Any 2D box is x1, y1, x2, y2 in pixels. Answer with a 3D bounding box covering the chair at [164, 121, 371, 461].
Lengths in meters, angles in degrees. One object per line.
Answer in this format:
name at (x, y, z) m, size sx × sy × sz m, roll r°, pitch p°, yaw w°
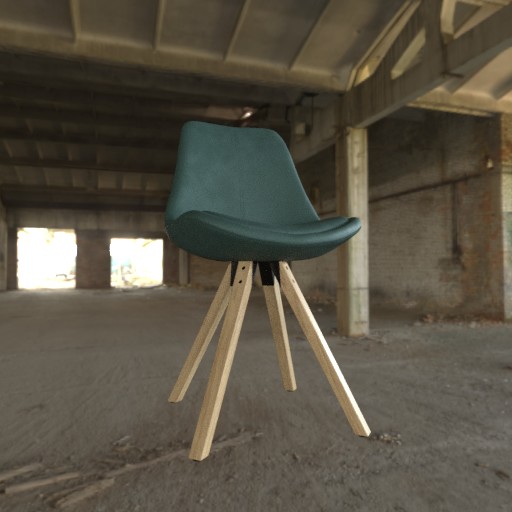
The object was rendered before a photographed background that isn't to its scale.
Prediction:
chair at (0.000, 0.000, 1.203) m, size 0.483 × 0.865 × 0.547 m, roll 0°, pitch -1°, yaw -19°
